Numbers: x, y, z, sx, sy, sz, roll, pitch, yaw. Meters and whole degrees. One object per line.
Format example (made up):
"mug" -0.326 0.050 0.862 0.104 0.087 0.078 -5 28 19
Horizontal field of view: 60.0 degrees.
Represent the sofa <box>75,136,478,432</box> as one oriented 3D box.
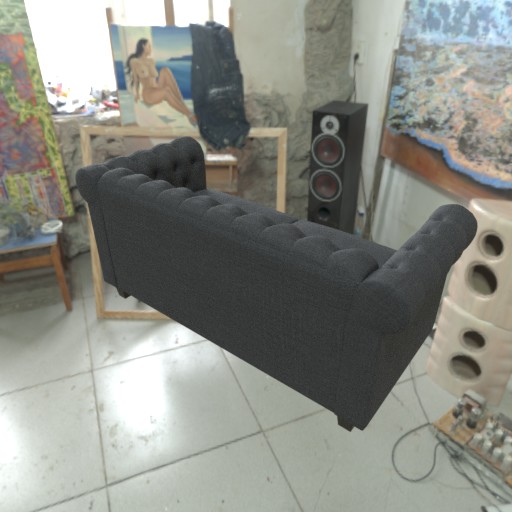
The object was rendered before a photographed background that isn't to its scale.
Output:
"sofa" 0.000 0.000 2.240 1.798 0.797 0.783 22 38 32
